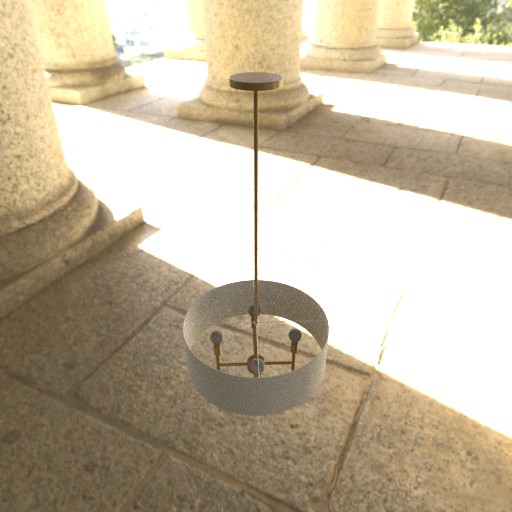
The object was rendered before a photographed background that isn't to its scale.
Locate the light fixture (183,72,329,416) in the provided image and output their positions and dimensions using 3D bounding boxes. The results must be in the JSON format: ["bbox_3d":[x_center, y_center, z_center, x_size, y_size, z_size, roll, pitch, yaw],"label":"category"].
[{"bbox_3d":[0.000,0.000,1.401,0.508,1.067,0.508,0,33,0],"label":"light fixture"}]
